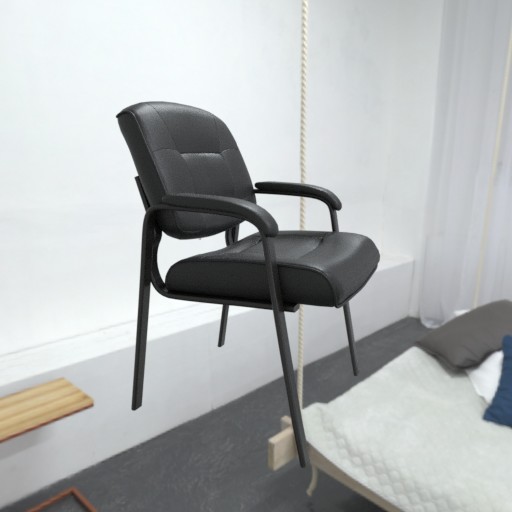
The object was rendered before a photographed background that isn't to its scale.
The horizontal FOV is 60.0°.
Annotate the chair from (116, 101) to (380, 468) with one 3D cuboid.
[{"bbox_3d":[0.000,0.000,1.346,0.668,0.910,0.591,7,15,26],"label":"chair"}]
